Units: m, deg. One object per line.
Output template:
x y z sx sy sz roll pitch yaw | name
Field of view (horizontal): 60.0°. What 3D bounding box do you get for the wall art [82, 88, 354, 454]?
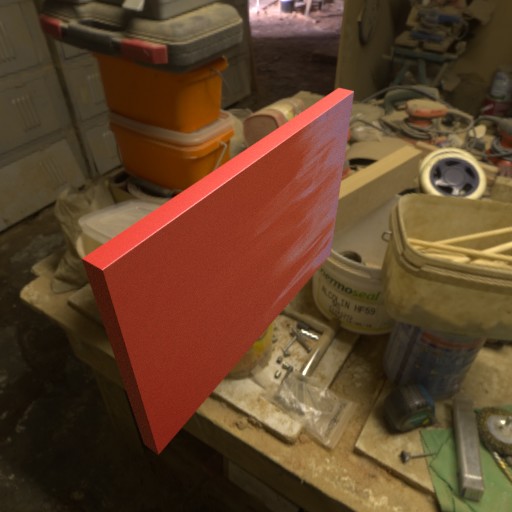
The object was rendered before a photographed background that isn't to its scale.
0.000 0.000 0.784 0.033 0.405 0.607 24 46 25 | wall art
